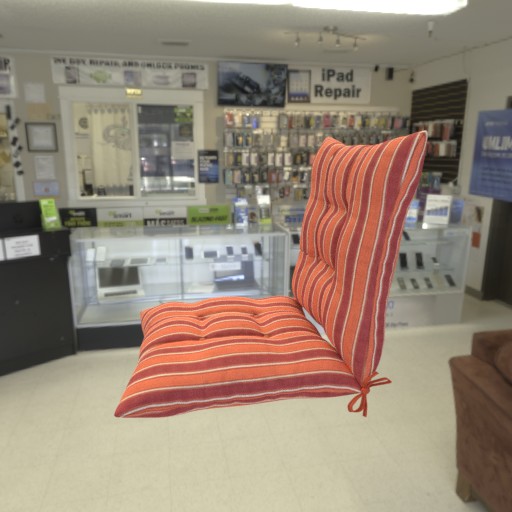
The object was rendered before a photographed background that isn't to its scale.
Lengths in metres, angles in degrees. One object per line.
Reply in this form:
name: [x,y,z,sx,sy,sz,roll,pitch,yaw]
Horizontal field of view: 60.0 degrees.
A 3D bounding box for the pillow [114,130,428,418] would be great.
pillow: [0.000,0.000,1.004,0.585,0.536,0.541,-2,14,-9]
